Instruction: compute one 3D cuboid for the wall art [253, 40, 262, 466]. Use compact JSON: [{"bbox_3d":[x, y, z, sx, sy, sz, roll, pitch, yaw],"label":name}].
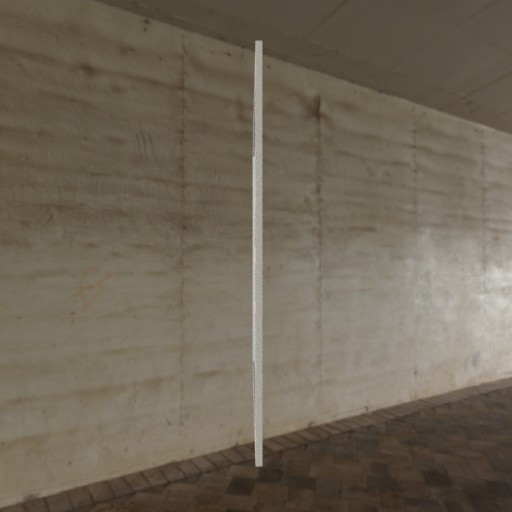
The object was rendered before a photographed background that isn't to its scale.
[{"bbox_3d":[0.000,0.000,1.251,0.013,0.813,0.812,0,-1,-1],"label":"wall art"}]
